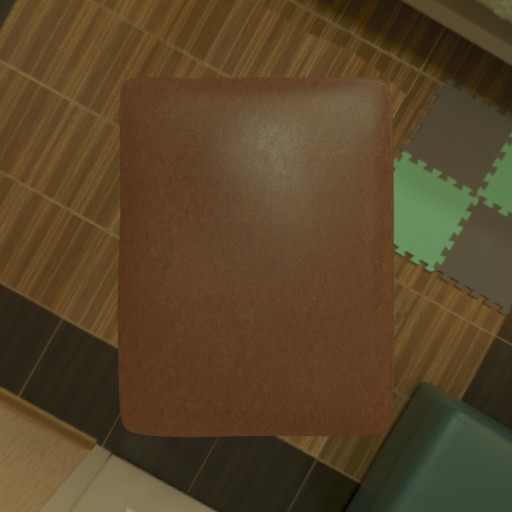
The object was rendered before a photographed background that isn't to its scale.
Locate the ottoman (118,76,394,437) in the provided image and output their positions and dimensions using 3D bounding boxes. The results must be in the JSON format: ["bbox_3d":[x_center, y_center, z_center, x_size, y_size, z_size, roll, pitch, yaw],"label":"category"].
[{"bbox_3d":[0.000,0.000,1.224,0.650,0.485,0.851,0,90,0],"label":"ottoman"}]
